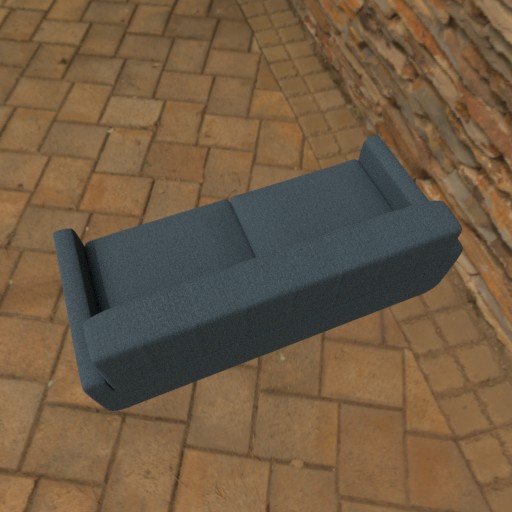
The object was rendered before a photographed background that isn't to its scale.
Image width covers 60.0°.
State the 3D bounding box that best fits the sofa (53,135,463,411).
[{"bbox_3d":[0.000,0.000,2.538,2.055,0.884,0.942,-19,61,-11],"label":"sofa"}]
